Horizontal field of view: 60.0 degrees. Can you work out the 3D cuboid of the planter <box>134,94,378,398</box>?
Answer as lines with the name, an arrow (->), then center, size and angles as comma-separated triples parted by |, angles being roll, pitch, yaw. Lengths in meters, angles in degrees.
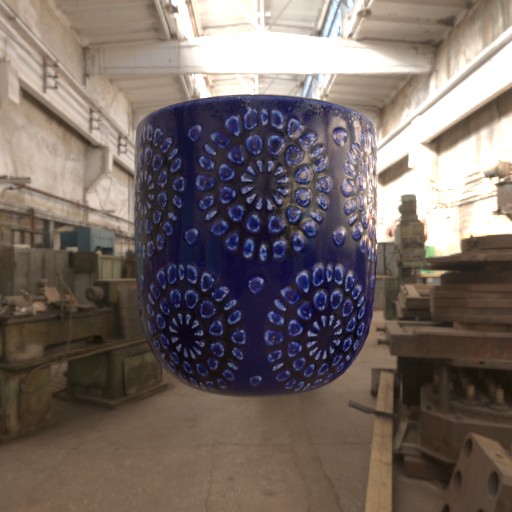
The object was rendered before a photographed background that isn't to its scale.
planter -> 0.000, 0.000, 0.206 | 0.109, 0.112, 0.109 | 0, -1, 0
